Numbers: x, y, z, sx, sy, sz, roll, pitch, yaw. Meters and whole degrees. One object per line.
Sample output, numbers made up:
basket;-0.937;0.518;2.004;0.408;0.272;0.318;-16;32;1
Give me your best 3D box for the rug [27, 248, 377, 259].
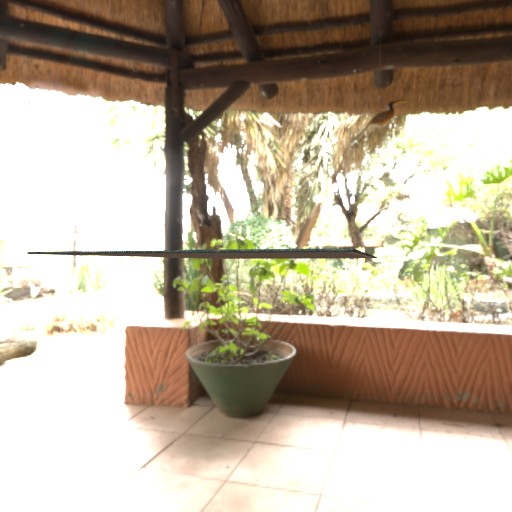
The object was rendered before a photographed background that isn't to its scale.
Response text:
rug;0.000;0.000;3.035;1.524;0.015;2.438;0;-1;17
